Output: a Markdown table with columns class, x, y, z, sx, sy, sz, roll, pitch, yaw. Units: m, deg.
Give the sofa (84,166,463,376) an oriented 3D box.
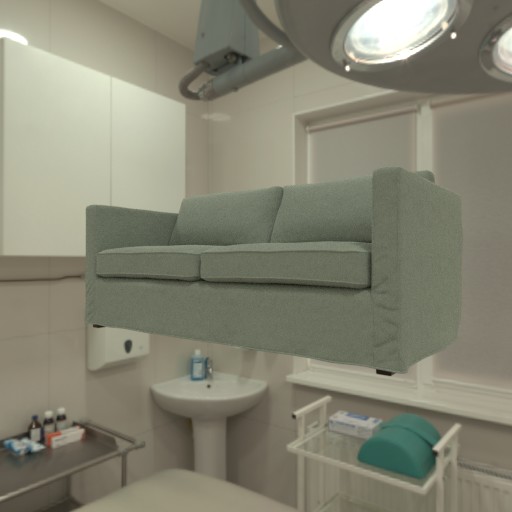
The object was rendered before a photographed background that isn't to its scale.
| class | x | y | z | sx | sy | sz | roll | pitch | yaw |
| --- | --- | --- | --- | --- | --- | --- | --- | --- | --- |
| sofa | 0.000 | 0.000 | 2.486 | 1.987 | 0.870 | 0.940 | 0 | 0 | 37 |
